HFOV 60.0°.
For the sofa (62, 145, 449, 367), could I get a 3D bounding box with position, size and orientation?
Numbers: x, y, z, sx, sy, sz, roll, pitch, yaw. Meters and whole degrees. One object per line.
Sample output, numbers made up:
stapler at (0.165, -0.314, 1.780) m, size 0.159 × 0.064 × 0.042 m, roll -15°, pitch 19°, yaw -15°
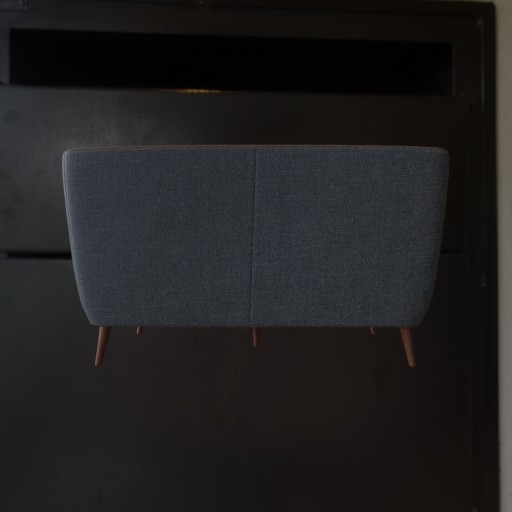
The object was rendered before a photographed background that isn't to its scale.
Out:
sofa at (0.000, 0.000, 2.187) m, size 1.646 × 0.887 × 0.976 m, roll 0°, pitch 0°, yaw 1°
